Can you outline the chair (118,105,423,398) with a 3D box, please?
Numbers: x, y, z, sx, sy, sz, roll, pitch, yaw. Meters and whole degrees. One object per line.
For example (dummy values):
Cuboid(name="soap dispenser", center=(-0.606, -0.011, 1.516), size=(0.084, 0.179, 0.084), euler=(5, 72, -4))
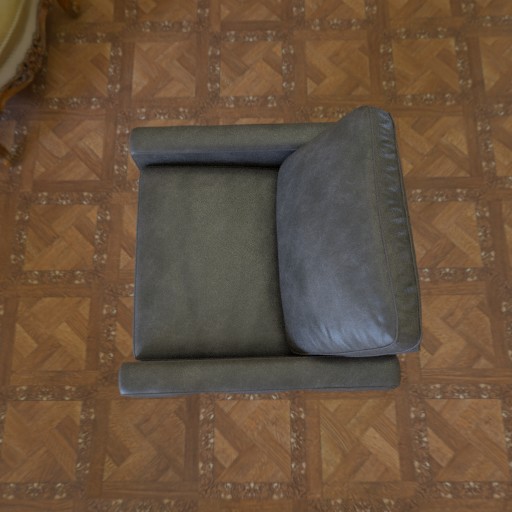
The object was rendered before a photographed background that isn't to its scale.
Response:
Cuboid(name="chair", center=(0.000, 0.000, 1.679), size=(0.939, 0.916, 1.006), euler=(-2, 76, 0))
